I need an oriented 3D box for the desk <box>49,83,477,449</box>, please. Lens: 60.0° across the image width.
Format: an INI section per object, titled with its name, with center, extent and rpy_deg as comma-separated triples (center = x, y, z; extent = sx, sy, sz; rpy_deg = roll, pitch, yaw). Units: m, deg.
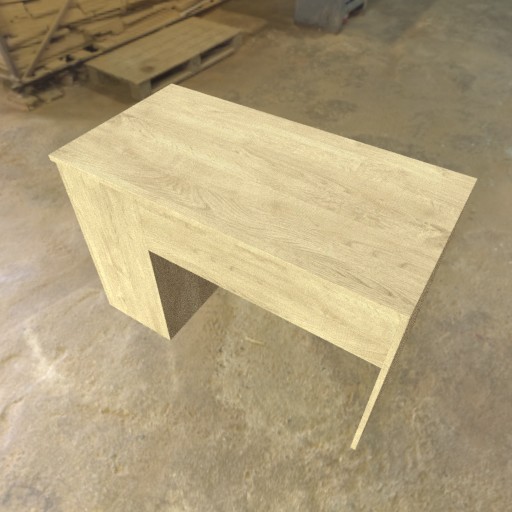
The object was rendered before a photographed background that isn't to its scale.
[desk]
center = 0.000, 0.000, 1.530
extent = 1.097, 0.735, 0.560
rpy_deg = 25, 51, 22
